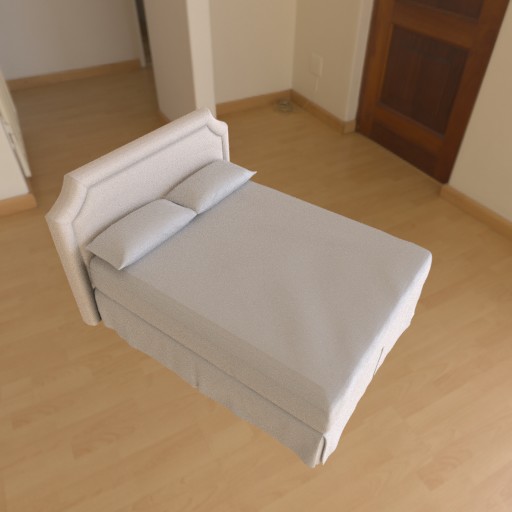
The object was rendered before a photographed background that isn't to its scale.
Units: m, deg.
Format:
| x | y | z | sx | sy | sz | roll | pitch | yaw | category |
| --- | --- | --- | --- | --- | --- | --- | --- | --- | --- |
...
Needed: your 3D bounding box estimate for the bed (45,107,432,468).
| x | y | z | sx | sy | sz | roll | pitch | yaw | category |
| --- | --- | --- | --- | --- | --- | --- | --- | --- | --- |
| 0.000 | 0.000 | 3.273 | 2.164 | 1.297 | 1.828 | 26 | 47 | 26 | bed |
